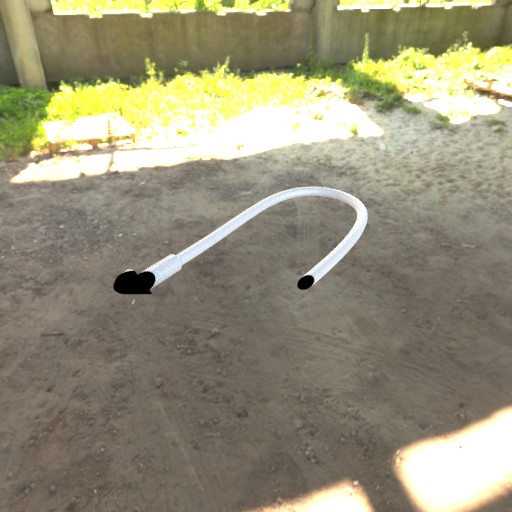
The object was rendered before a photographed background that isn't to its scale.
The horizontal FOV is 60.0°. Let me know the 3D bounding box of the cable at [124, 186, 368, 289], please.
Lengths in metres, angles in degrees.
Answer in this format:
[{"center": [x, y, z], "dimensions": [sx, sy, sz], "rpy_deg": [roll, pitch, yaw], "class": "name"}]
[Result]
[{"center": [0.000, 0.000, 0.110], "dimensions": [0.040, 0.006, 0.098], "rpy_deg": [18, 35, 28], "class": "cable"}]
